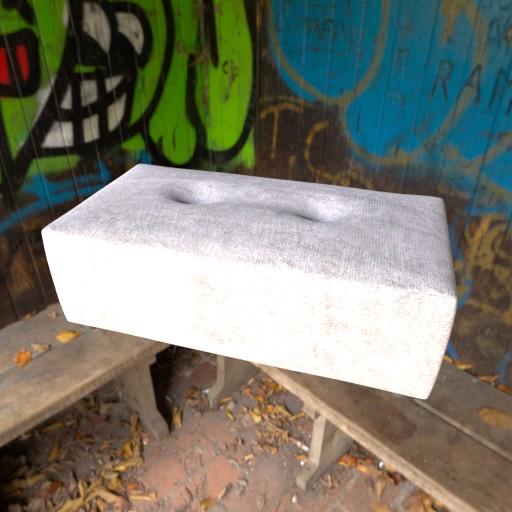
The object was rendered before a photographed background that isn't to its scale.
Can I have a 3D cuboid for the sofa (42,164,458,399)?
[{"bbox_3d":[0.000,0.000,1.169,0.930,0.330,0.480,9,33,14],"label":"sofa"}]
